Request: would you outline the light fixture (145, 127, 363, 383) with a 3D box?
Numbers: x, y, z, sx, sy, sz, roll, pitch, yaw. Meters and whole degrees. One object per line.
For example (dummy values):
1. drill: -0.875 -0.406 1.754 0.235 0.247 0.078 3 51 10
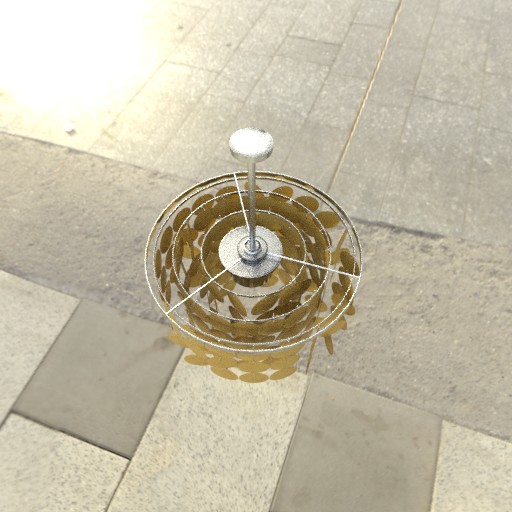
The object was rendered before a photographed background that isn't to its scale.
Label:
1. light fixture: 0.000 0.000 0.741 0.368 0.492 0.368 0 56 0
